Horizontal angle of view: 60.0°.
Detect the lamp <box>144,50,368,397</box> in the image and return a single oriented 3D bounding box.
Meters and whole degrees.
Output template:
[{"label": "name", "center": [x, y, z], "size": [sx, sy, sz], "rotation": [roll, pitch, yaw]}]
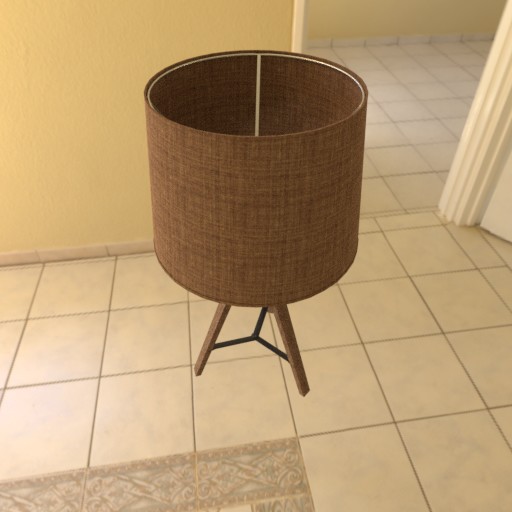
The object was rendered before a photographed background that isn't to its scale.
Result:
[{"label": "lamp", "center": [0.000, 0.000, 0.669], "size": [0.290, 0.514, 0.290], "rotation": [0, 42, 0]}]
